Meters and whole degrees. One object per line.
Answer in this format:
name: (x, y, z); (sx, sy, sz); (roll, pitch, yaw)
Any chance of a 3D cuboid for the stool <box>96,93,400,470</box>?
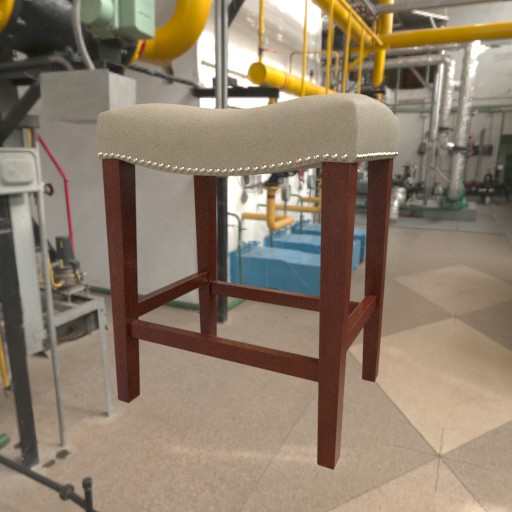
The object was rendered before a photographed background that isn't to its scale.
stool: (0.000, 0.000, 0.955); (0.509, 0.632, 0.375); (7, 15, 26)
